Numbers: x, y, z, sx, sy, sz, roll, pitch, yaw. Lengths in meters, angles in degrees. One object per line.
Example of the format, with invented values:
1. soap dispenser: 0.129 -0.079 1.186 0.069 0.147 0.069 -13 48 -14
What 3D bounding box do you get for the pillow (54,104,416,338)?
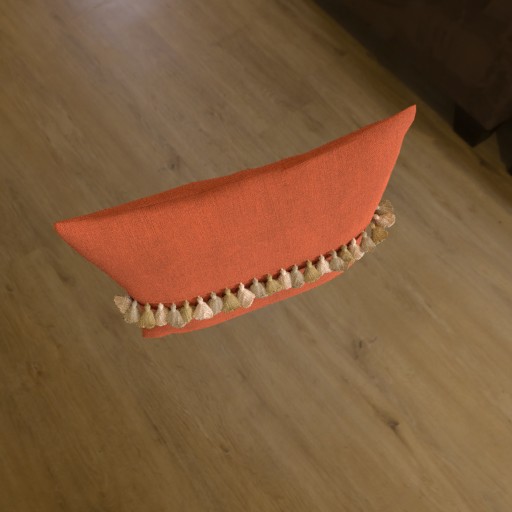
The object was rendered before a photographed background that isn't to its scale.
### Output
1. pillow: 0.000 0.000 0.739 0.490 0.482 0.165 -20 66 -9
